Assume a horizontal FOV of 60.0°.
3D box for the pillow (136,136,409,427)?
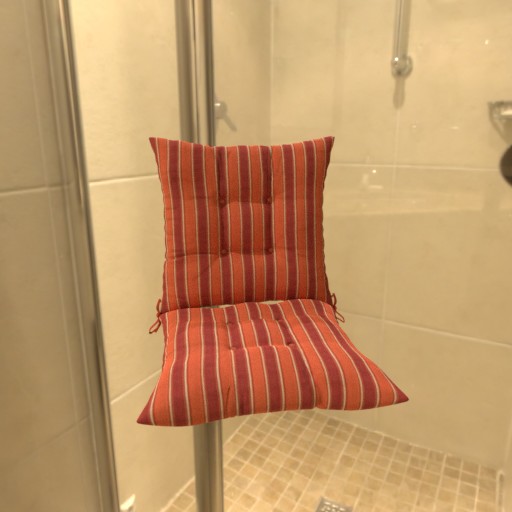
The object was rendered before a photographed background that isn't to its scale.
[{"bbox_3d":[0.000,0.000,1.024,0.541,0.536,0.585,-2,15,-7],"label":"pillow"}]
